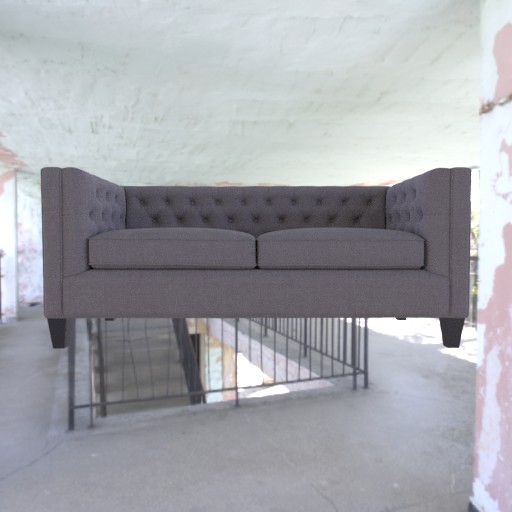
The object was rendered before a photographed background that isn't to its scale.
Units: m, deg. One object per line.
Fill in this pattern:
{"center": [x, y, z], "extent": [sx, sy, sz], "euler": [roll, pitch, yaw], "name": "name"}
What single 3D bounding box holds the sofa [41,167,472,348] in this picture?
{"center": [0.000, 0.000, 2.212], "extent": [1.778, 0.762, 0.775], "euler": [0, 2, 0], "name": "sofa"}
